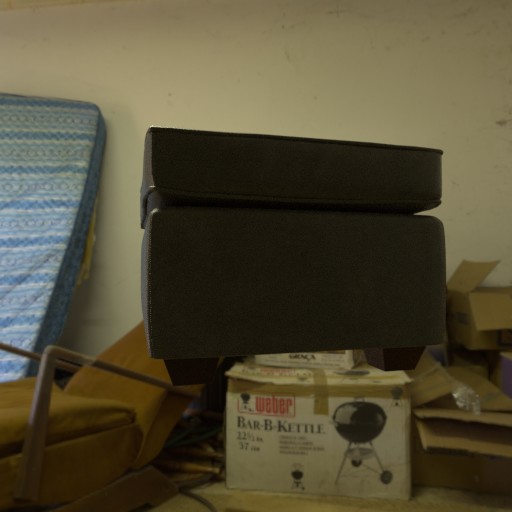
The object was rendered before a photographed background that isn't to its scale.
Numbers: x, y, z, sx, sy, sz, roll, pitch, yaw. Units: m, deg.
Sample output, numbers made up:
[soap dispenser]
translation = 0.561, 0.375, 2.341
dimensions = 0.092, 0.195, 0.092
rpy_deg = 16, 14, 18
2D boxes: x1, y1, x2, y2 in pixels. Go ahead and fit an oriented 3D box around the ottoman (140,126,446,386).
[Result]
[ottoman]
translation = 0.000, 0.000, 1.097
dimensions = 0.554, 0.445, 0.756
rpy_deg = 0, -1, -15
